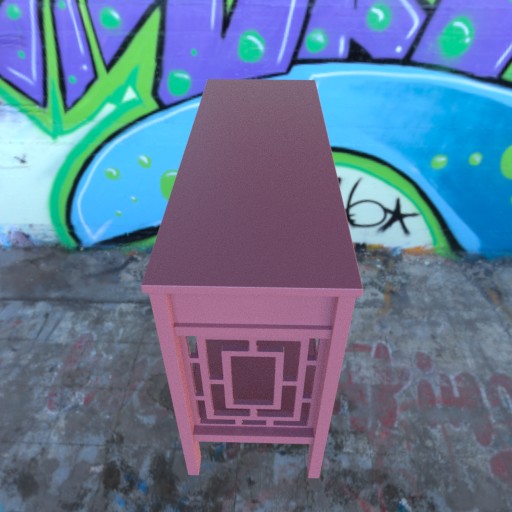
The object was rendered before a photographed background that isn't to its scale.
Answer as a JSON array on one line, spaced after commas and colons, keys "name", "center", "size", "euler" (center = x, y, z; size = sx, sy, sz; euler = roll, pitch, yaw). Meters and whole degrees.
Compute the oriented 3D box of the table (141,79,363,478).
[{"name": "table", "center": [0.000, 0.000, 1.417], "size": [0.397, 0.753, 1.068], "euler": [1, 40, 1]}]
